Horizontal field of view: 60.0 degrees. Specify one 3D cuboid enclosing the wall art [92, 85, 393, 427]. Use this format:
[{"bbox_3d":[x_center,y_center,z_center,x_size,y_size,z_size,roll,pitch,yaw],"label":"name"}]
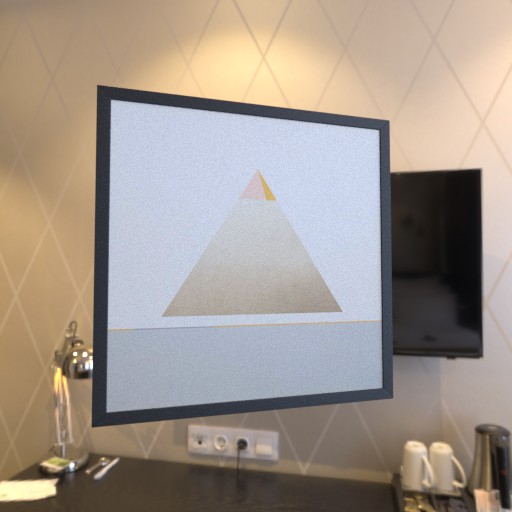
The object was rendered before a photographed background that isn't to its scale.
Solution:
[{"bbox_3d":[0.000,0.000,1.124,0.769,0.766,0.042,1,-3,-18],"label":"wall art"}]
